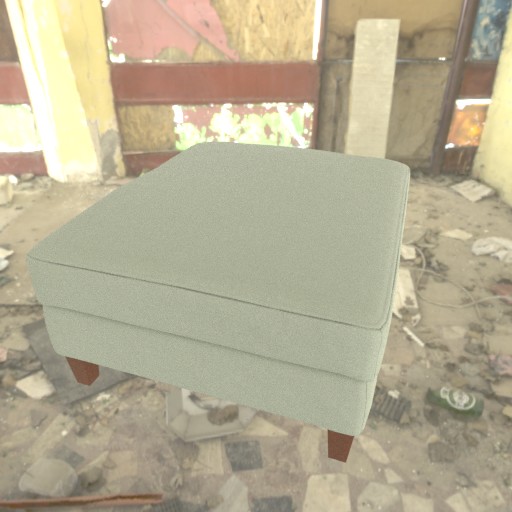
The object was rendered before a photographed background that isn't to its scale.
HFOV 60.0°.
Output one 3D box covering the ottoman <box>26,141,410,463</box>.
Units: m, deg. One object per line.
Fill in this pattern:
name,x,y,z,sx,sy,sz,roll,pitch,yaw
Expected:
ottoman,0.000,0.000,1.396,0.842,0.494,0.991,10,32,16
